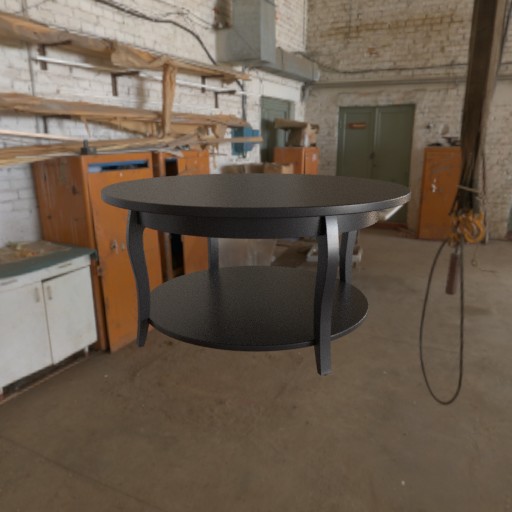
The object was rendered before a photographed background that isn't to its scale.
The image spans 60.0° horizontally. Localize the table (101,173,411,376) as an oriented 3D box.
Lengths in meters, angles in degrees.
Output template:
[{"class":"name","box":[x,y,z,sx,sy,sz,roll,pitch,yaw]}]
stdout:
[{"class":"table","box":[0.000,0.000,1.436,0.914,0.457,0.914,0,15,0]}]
